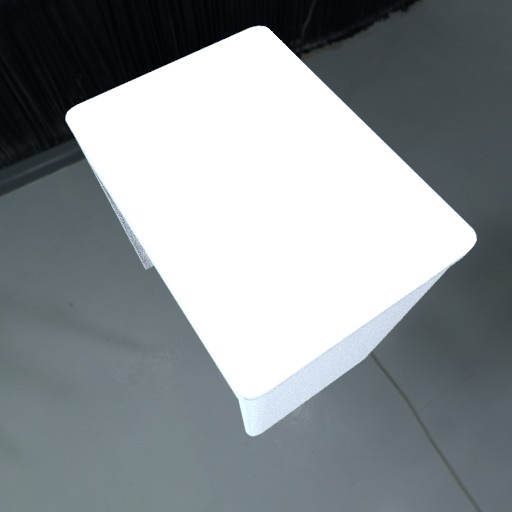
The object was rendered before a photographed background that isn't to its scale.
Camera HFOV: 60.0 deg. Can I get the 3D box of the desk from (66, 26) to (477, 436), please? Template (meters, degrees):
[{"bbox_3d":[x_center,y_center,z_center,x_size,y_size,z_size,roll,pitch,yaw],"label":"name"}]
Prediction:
[{"bbox_3d":[0.000,0.000,1.284,0.549,0.800,0.762,-31,68,-14],"label":"desk"}]
